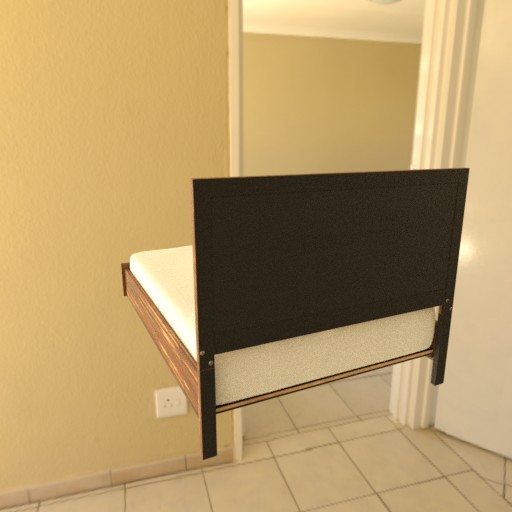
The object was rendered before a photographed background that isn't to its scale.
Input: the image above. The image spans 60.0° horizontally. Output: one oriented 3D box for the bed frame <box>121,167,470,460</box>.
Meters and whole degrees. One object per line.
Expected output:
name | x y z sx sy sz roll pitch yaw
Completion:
bed frame | 0.000 0.000 3.418 1.696 1.417 2.276 -7 16 -25
